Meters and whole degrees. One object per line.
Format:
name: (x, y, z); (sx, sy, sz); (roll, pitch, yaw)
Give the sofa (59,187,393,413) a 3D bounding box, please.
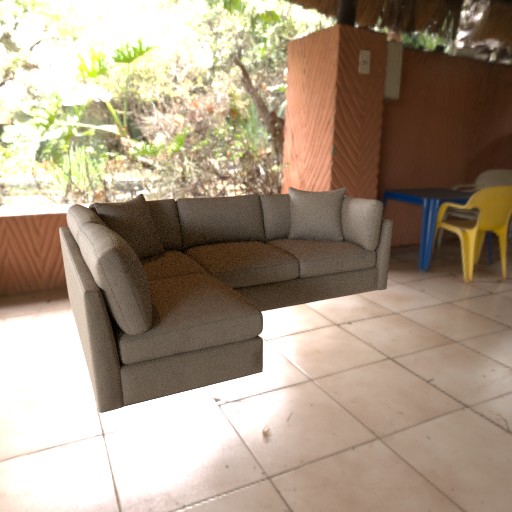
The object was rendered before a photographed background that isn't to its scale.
sofa: (0.000, 0.000, 3.713); (2.896, 0.978, 1.994); (-7, 16, -26)
